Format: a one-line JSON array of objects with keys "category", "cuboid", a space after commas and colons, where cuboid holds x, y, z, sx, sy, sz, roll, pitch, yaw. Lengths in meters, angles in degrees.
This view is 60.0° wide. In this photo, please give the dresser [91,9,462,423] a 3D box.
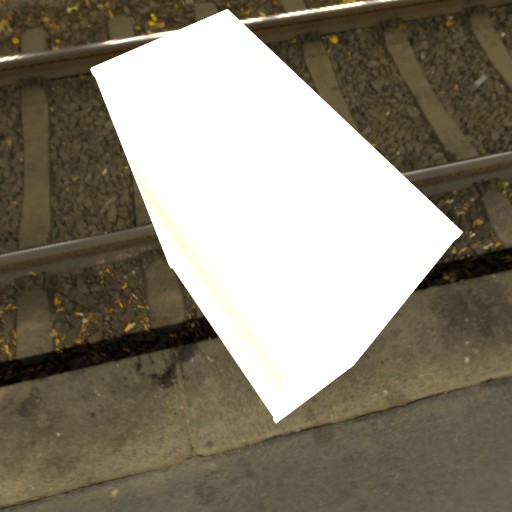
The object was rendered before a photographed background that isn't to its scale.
[{"category": "dresser", "cuboid": [0.000, 0.000, 1.387, 0.380, 1.040, 0.800, -32, 67, -15]}]
